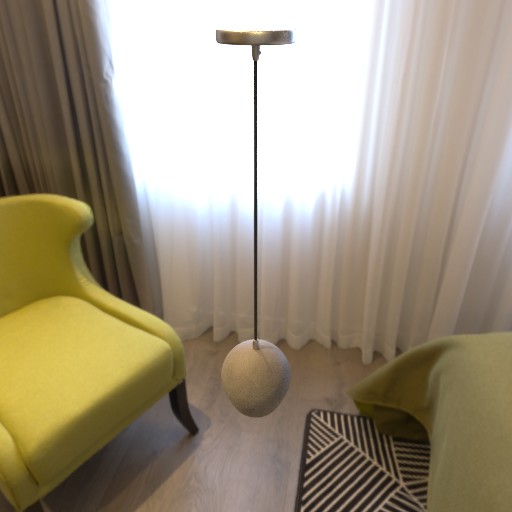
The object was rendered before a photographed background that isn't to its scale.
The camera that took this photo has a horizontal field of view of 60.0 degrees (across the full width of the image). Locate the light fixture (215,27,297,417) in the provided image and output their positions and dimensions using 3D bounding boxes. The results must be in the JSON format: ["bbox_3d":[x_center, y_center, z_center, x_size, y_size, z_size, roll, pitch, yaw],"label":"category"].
[{"bbox_3d":[0.000,0.000,0.832,0.153,0.760,0.153,-10,31,-17],"label":"light fixture"}]
